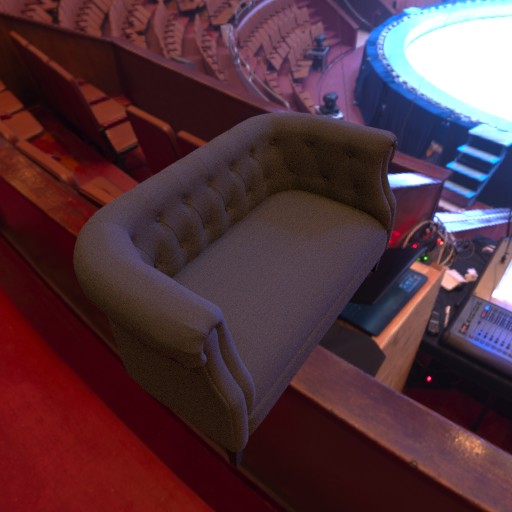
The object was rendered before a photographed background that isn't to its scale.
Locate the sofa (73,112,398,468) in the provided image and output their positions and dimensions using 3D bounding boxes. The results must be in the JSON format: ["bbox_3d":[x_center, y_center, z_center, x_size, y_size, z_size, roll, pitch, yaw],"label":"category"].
[{"bbox_3d":[0.000,0.000,2.041,0.835,0.827,1.558,24,47,25],"label":"sofa"}]
